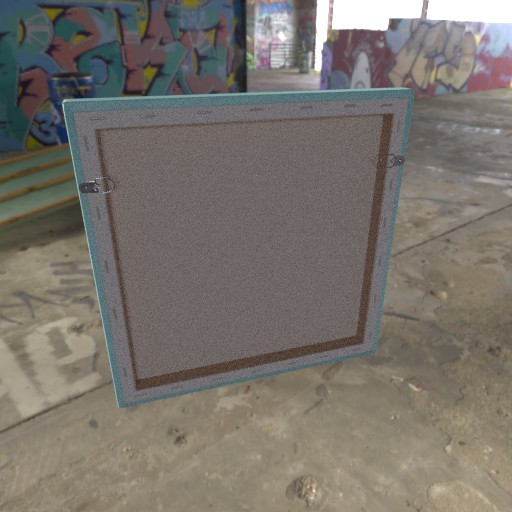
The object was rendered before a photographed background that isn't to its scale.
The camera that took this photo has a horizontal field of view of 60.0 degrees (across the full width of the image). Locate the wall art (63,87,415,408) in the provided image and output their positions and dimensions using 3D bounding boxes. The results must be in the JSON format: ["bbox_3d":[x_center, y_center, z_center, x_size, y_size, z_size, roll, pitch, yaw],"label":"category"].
[{"bbox_3d":[0.000,0.000,1.552,1.071,1.073,0.070,-8,27,-16],"label":"wall art"}]
